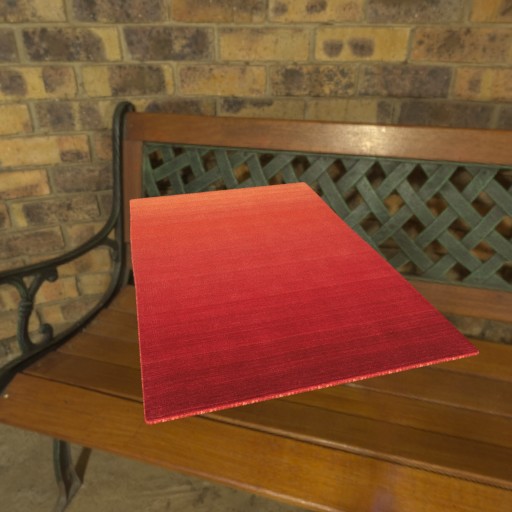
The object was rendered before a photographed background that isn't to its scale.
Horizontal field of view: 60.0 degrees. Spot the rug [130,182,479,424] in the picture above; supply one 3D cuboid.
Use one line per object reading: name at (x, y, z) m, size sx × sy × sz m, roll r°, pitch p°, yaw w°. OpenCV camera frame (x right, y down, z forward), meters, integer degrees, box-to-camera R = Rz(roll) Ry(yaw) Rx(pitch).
rug at (0.000, 0.000, 2.271) m, size 1.230 × 0.018 × 1.835 m, roll -8°, pitch 31°, yaw -13°
